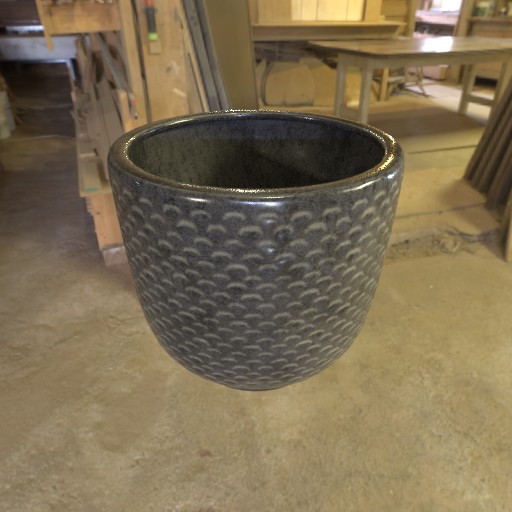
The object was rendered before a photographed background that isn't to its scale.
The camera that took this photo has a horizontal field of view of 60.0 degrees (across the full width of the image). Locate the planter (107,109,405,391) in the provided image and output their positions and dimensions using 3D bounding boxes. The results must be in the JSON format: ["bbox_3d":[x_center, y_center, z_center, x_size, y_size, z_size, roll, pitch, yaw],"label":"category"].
[{"bbox_3d":[0.000,0.000,0.246,0.140,0.129,0.140,0,30,0],"label":"planter"}]
